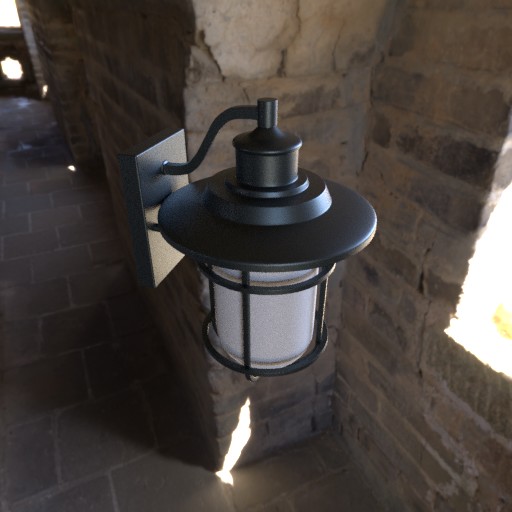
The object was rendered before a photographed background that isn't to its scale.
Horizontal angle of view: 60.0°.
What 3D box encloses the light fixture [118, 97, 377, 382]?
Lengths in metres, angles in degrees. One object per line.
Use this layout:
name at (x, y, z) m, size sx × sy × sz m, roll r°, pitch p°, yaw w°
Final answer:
light fixture at (0.000, 0.000, 0.505) m, size 0.252 × 0.345 × 0.222 m, roll 10°, pitch 33°, yaw 16°
